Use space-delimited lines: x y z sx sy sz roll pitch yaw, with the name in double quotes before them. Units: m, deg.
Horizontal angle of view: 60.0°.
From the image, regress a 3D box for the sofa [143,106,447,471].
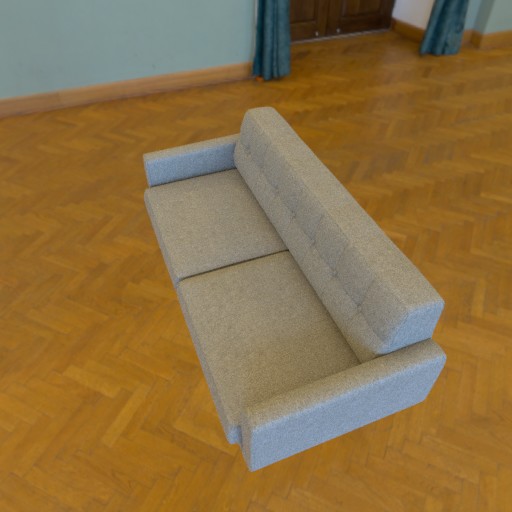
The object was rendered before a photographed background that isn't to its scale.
"sofa" 0.000 0.000 2.548 0.968 0.873 2.055 -16 47 -15
